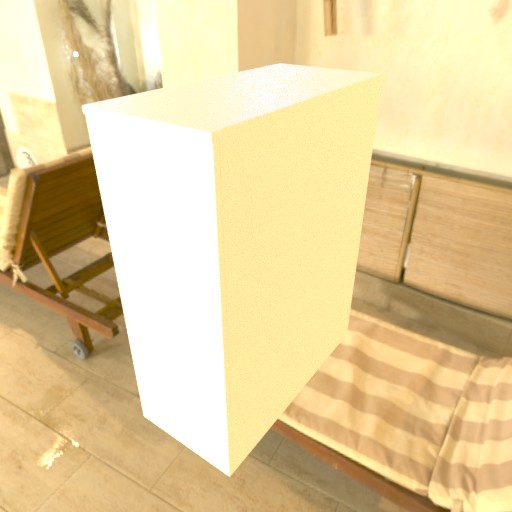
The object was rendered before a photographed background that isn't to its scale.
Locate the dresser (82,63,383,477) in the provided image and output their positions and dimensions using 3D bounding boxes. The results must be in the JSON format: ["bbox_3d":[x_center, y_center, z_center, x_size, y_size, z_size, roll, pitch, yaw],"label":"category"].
[{"bbox_3d":[0.000,0.000,1.435,0.380,1.040,0.800,20,37,30],"label":"dresser"}]
